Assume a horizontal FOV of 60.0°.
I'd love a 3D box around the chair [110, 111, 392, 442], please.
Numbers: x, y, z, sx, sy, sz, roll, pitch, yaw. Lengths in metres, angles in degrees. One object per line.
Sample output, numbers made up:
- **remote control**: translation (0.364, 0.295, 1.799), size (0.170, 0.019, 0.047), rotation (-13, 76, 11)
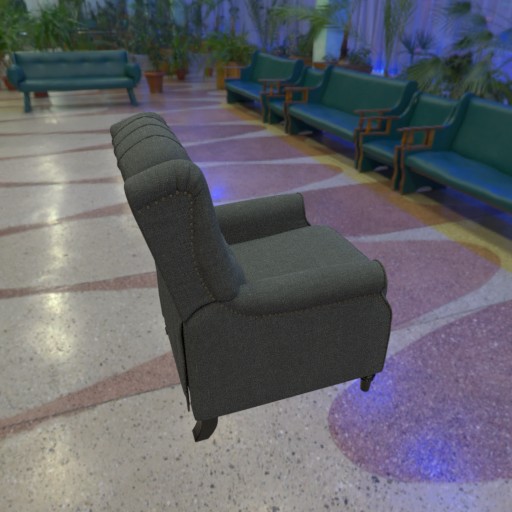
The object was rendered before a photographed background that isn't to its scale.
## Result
- **chair**: translation (0.000, 0.000, 1.669), size (0.898, 1.035, 0.742), rotation (-10, 31, -17)
